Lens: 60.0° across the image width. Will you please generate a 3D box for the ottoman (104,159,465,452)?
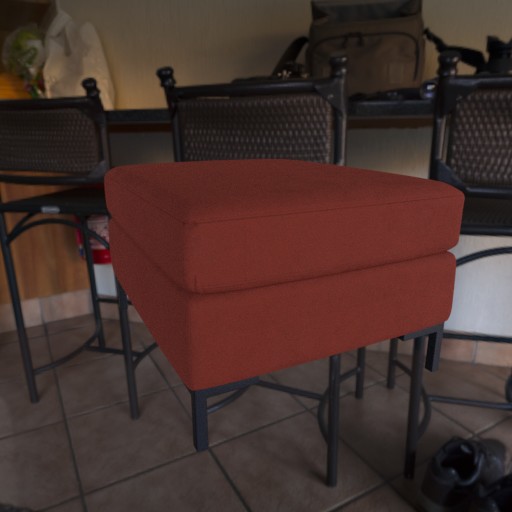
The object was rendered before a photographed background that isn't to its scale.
[{"bbox_3d":[0.000,0.000,1.180,0.650,0.462,0.782,-8,19,-26],"label":"ottoman"}]
